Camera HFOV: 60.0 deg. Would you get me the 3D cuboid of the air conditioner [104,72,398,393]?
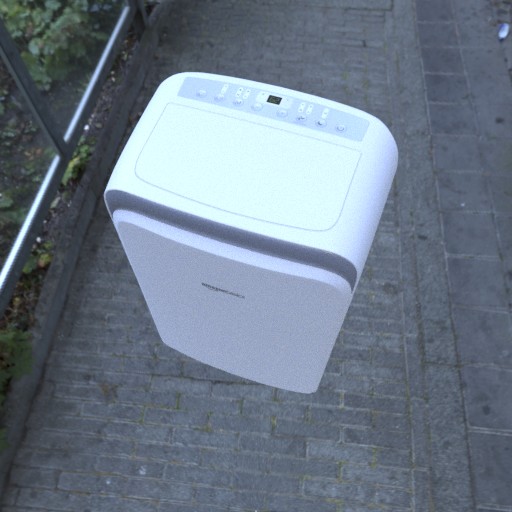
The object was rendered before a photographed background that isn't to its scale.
[{"bbox_3d":[0.000,0.000,0.954,0.454,0.700,0.365,17,61,9],"label":"air conditioner"}]
